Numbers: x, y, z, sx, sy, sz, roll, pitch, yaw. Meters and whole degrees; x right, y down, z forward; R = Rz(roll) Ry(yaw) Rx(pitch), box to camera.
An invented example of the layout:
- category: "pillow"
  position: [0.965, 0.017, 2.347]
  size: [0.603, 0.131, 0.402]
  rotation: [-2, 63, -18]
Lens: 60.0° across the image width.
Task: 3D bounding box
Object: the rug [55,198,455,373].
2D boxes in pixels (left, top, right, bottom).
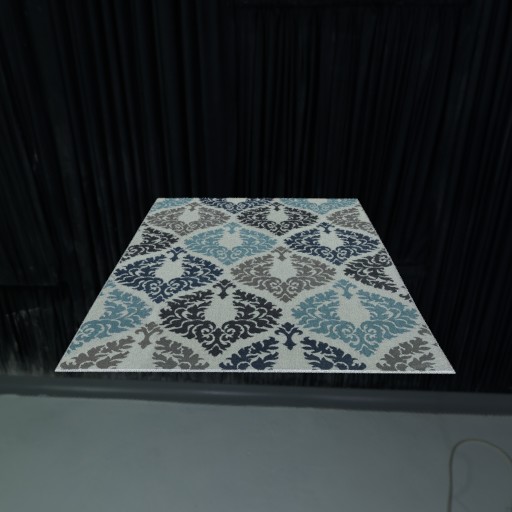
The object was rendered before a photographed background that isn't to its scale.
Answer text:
- category: "rug"
  position: [0.000, 0.000, 4.013]
  size: [2.423, 0.014, 3.040]
  rotation: [0, 27, 0]
